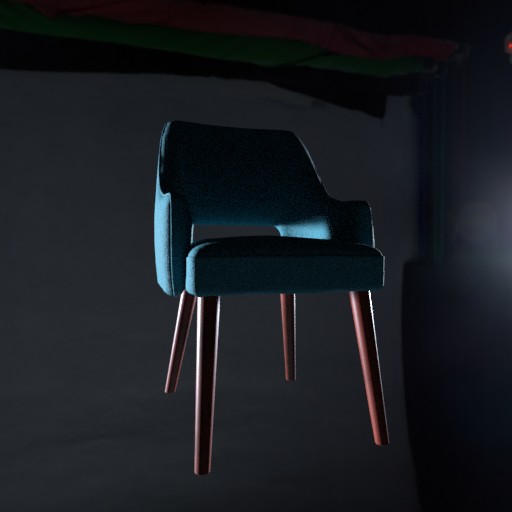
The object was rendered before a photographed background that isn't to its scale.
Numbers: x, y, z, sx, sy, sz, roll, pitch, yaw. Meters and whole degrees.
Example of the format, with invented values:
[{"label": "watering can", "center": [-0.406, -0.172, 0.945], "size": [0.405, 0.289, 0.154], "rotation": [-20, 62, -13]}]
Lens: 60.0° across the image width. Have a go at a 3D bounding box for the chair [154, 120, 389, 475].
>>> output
[{"label": "chair", "center": [0.000, 0.000, 1.212], "size": [0.548, 0.849, 0.605], "rotation": [0, 1, -18]}]
